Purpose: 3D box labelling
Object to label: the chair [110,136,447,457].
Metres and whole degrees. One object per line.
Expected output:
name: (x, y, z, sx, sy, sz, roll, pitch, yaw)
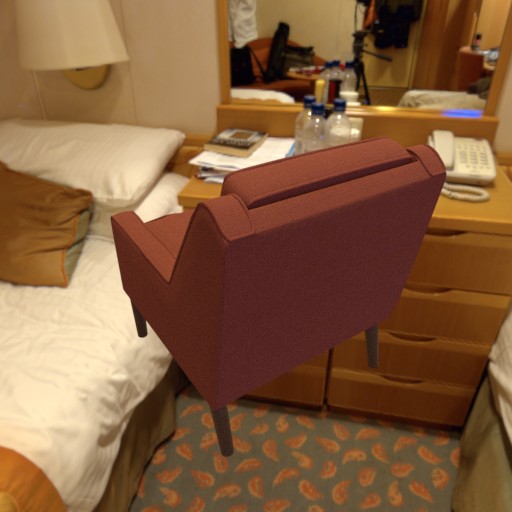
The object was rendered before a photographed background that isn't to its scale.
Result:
chair: (0.000, 0.000, 1.399, 0.680, 0.812, 0.770, -19, 36, -29)
